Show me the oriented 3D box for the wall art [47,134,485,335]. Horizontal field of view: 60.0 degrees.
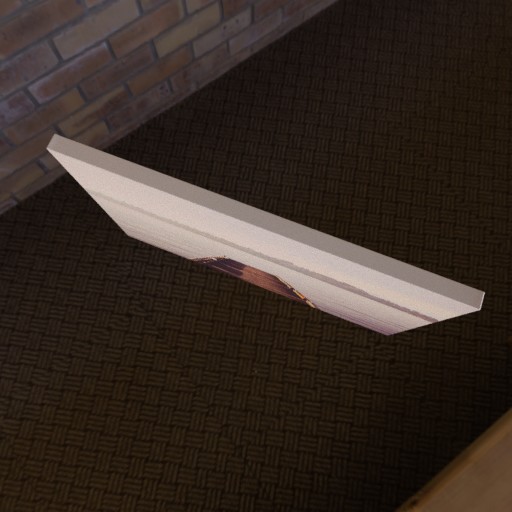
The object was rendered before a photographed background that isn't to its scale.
[{"bbox_3d":[0.000,0.000,1.169,0.916,0.609,0.037,21,76,5],"label":"wall art"}]
